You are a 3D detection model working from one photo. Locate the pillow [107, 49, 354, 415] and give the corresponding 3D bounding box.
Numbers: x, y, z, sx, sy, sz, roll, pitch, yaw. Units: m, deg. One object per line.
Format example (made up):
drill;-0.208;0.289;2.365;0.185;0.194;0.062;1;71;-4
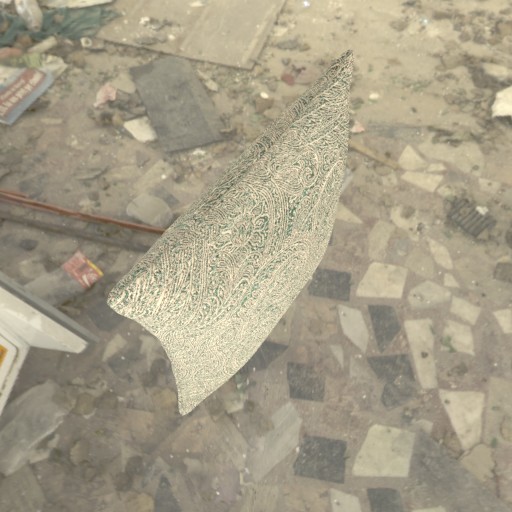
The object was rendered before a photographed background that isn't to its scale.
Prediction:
pillow;0.000;0.000;0.782;0.166;0.507;0.526;31;63;17
